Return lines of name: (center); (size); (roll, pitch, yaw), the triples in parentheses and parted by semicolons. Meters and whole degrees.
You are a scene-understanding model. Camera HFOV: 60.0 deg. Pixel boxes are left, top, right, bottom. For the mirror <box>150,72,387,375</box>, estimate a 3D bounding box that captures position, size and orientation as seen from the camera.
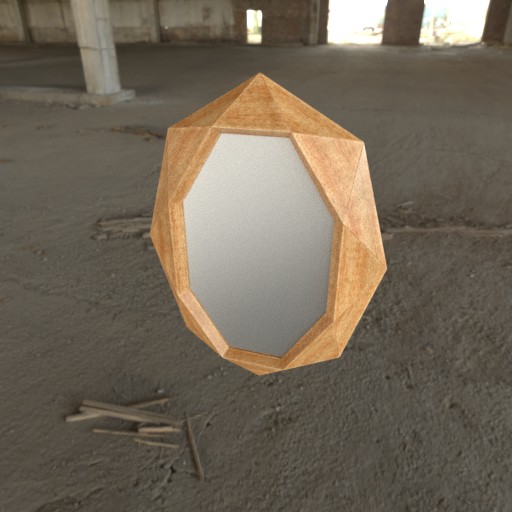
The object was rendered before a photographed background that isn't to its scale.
mirror: (0.000, 0.000, 1.014); (0.577, 0.774, 0.070); (8, 29, 15)
